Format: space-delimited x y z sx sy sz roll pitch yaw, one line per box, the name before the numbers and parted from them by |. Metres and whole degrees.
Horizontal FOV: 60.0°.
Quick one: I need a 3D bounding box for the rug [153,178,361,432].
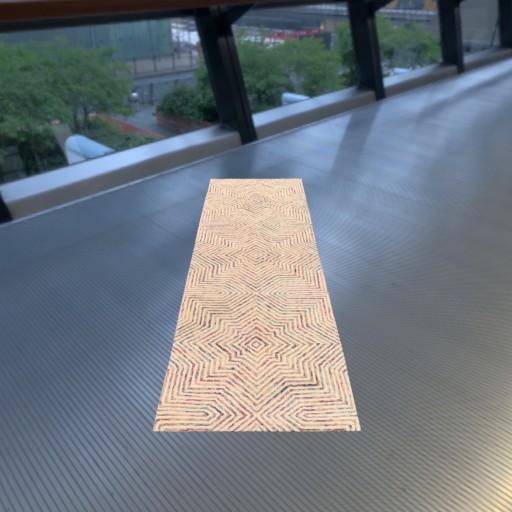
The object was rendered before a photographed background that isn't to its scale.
rug | 0.000 0.000 2.661 0.771 0.009 2.443 0 32 0
